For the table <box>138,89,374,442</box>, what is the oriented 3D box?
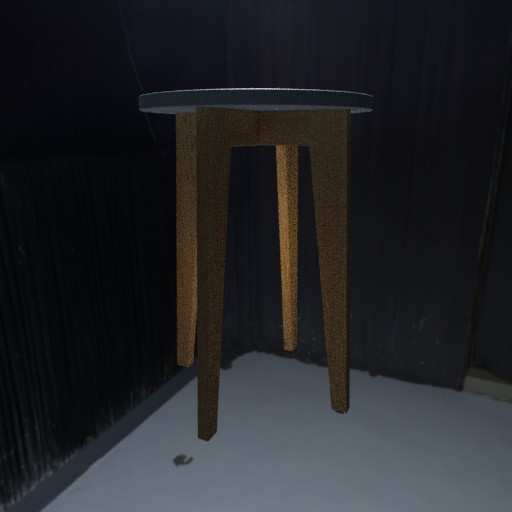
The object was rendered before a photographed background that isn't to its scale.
[{"bbox_3d":[0.000,0.000,0.748,0.350,0.500,0.350,0,16,0],"label":"table"}]
